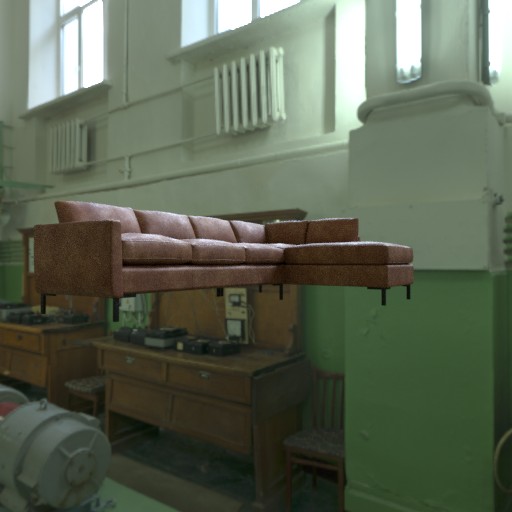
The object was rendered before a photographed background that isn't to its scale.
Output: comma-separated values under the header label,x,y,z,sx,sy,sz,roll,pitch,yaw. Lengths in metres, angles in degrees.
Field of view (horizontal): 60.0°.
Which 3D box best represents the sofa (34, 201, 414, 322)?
label,x,y,z,sx,sy,sz,roll,pitch,yaw
sofa,0.000,0.000,3.914,1.938,0.877,2.984,-1,-1,35
